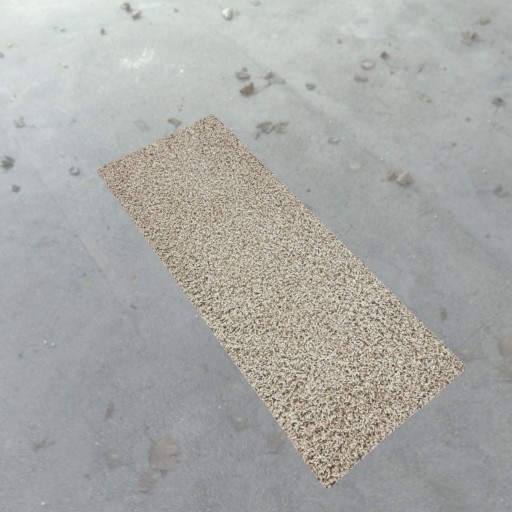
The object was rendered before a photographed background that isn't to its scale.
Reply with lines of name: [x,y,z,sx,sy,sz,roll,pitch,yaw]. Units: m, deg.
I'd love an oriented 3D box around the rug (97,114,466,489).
rug: [0.000,0.000,1.693,0.609,0.030,1.524,-32,63,-18]
